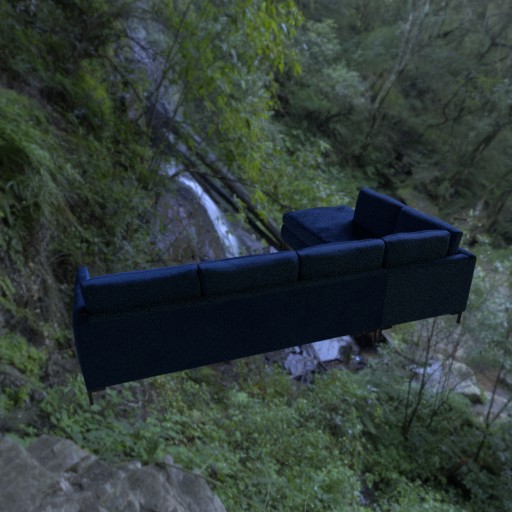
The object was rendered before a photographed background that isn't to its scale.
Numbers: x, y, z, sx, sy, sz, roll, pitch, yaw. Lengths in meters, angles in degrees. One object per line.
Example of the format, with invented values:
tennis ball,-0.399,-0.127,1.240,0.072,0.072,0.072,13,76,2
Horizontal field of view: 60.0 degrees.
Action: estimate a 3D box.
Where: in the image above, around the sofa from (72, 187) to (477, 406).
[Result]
sofa,0.000,0.000,3.882,2.949,0.815,2.007,-8,25,-18
